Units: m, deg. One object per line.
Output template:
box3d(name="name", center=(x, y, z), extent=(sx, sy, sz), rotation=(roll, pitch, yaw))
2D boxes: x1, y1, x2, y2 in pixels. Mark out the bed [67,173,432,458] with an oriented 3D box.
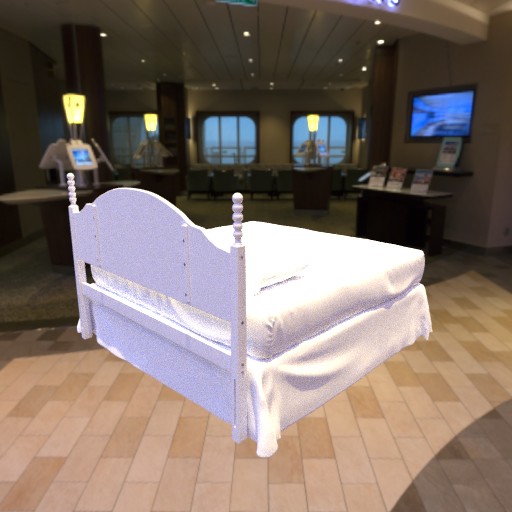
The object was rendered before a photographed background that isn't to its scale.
box3d(name="bed", center=(0.000, 0.000, 3.640), extent=(2.322, 1.355, 2.219), rotation=(14, 20, 43))
